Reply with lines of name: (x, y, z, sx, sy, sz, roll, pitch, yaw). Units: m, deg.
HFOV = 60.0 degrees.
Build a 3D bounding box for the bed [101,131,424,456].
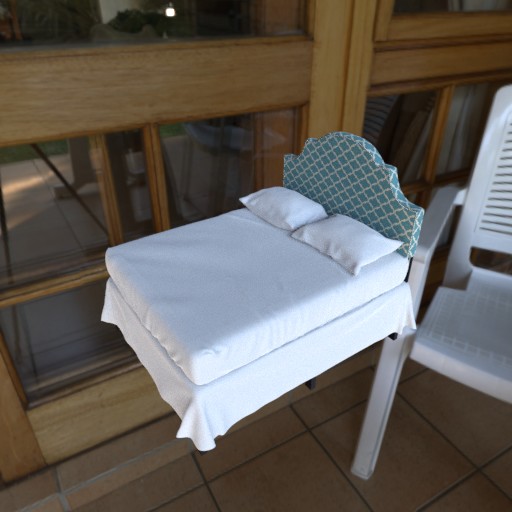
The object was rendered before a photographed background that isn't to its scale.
bed: (0.000, 0.000, 3.544, 2.222, 1.633, 1.780, -20, 37, -30)
